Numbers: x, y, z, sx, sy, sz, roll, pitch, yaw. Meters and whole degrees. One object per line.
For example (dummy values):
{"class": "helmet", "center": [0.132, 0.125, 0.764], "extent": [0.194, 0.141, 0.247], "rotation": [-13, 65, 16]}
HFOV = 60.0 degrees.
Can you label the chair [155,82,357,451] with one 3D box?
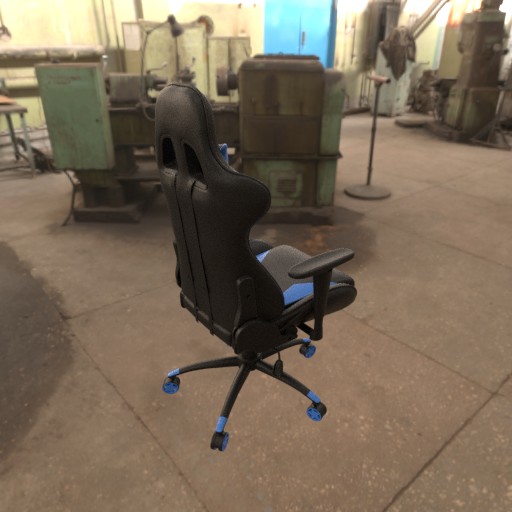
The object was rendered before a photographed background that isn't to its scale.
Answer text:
{"class": "chair", "center": [0.000, 0.000, 1.720], "extent": [0.730, 1.282, 0.695], "rotation": [-19, 32, -33]}
